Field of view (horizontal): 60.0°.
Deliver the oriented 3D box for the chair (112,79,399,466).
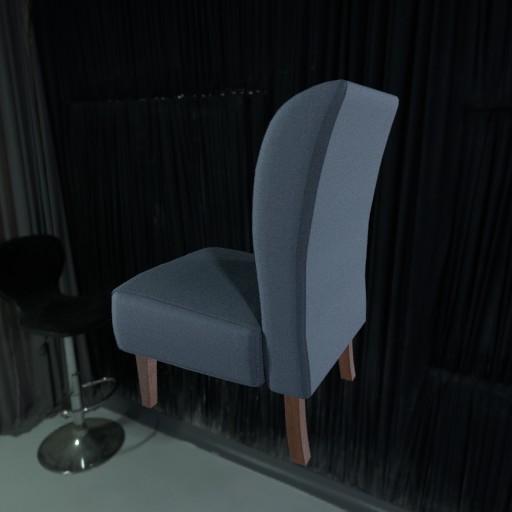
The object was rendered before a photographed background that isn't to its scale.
[{"bbox_3d":[0.000,0.000,1.168,0.592,0.804,0.513,8,18,26],"label":"chair"}]
